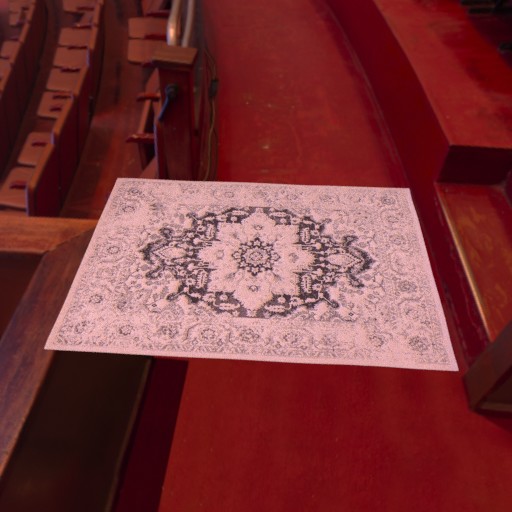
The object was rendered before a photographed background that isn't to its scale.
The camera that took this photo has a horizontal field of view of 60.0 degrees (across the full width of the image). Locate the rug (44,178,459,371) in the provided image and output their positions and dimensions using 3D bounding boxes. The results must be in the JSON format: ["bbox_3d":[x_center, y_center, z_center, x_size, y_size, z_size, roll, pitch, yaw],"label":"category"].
[{"bbox_3d":[0.000,0.000,2.334,1.813,0.008,1.223,2,48,2],"label":"rug"}]
